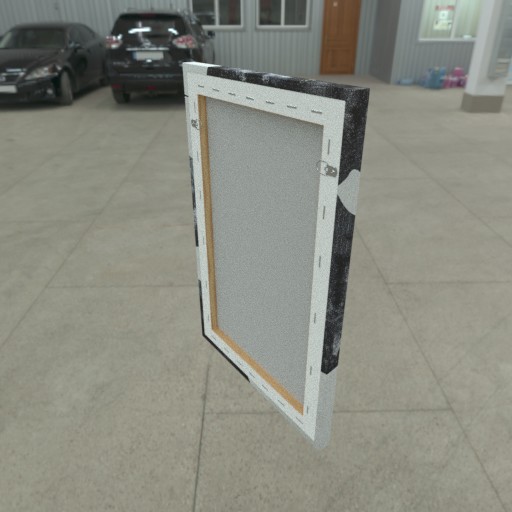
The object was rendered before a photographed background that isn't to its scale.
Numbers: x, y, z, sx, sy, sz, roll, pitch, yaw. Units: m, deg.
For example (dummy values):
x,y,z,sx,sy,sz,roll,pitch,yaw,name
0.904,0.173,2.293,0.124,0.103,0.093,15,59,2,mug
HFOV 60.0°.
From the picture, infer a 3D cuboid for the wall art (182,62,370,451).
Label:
x,y,z,sx,sy,sz,roll,pitch,yaw,name
0.000,0.000,1.190,0.041,0.915,0.610,-20,34,-32,wall art
